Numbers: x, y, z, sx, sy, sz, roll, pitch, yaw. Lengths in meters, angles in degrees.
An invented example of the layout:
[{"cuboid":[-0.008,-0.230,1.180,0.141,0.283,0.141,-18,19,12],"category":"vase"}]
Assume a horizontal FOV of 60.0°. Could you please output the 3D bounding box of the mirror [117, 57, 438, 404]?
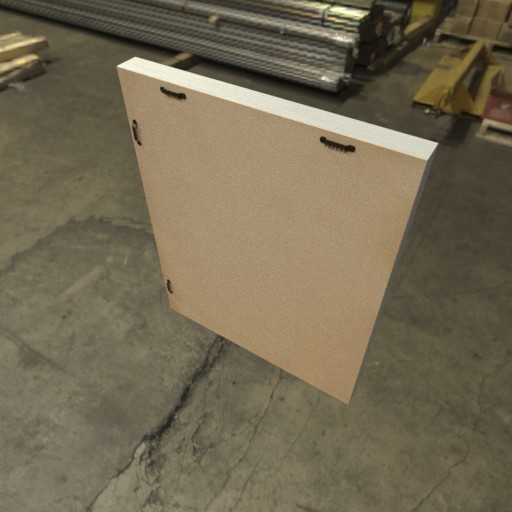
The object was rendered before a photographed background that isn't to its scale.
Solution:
[{"cuboid":[0.000,0.000,0.687,0.405,0.508,0.041,24,50,22],"category":"mirror"}]
